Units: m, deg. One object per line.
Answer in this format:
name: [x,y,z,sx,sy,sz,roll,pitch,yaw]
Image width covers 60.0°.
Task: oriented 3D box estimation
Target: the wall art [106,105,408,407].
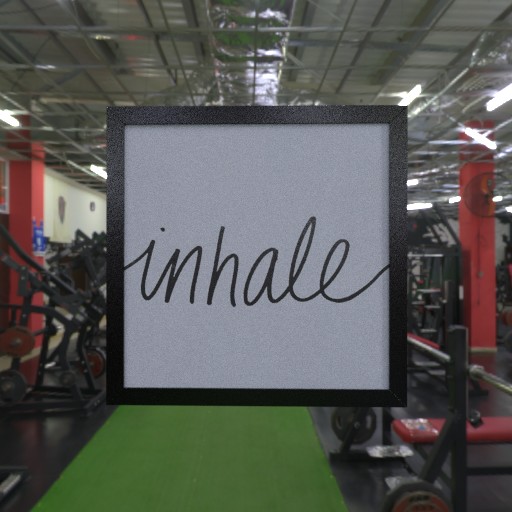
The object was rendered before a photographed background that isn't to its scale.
wall art: [0.000,0.000,0.662,0.446,0.445,0.014,0,0,1]
